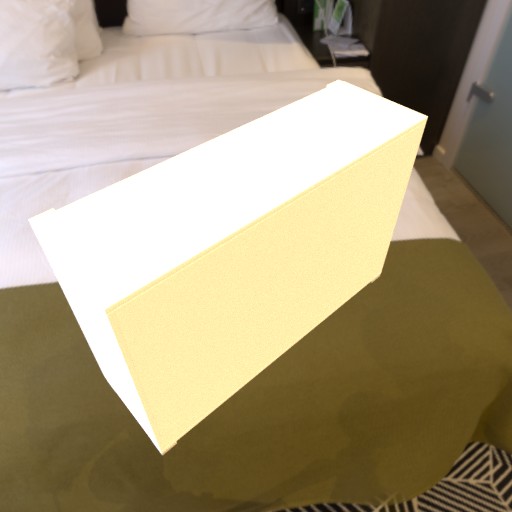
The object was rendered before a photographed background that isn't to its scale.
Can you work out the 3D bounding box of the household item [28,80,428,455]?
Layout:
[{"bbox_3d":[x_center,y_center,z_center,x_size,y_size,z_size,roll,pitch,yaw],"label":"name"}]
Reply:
[{"bbox_3d":[0.000,0.000,1.716,1.300,0.867,0.420,-33,54,-28],"label":"household item"}]
